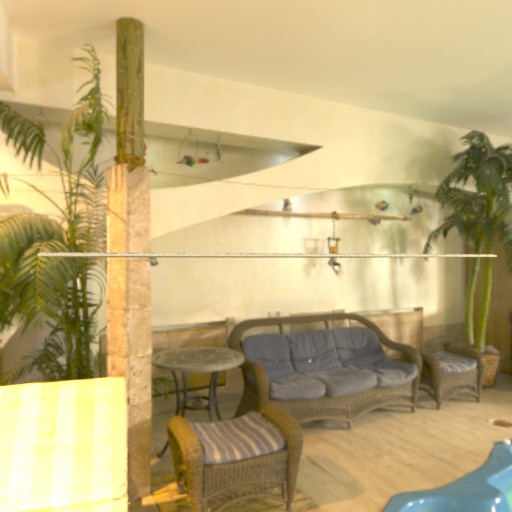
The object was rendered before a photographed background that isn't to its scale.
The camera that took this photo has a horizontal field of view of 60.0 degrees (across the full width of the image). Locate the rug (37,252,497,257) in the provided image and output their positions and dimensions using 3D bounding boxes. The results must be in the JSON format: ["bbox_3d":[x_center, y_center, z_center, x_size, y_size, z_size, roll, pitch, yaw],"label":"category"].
[{"bbox_3d":[0.000,0.000,3.336,2.746,0.018,1.819,0,0,-19],"label":"rug"}]
